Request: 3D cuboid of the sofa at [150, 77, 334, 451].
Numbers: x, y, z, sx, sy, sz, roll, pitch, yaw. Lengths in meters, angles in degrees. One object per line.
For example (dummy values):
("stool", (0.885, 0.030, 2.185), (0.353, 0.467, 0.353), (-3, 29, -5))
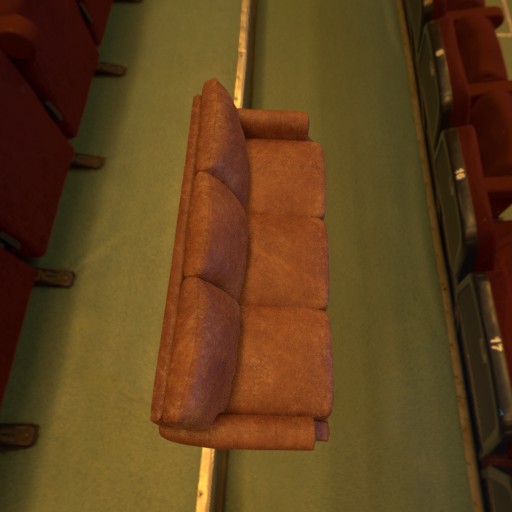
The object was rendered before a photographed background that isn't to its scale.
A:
("sofa", (0.000, 0.000, 2.907), (0.973, 0.977, 2.351), (2, 64, 1))
